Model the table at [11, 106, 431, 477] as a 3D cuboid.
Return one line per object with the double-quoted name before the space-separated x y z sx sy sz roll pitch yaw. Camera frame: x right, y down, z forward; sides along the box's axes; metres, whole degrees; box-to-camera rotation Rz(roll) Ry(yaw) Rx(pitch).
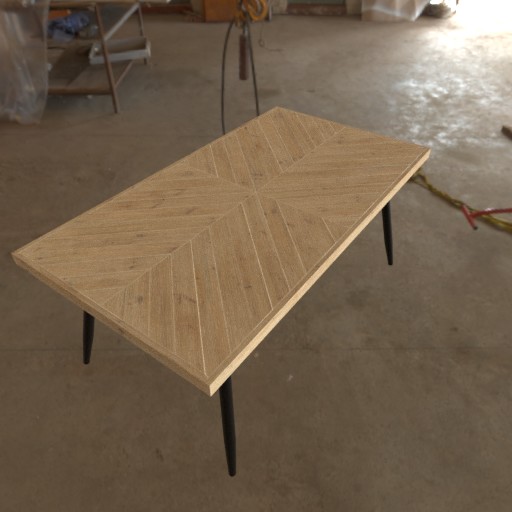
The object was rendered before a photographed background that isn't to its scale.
"table" 0.000 0.000 2.265 0.991 0.762 1.803 25 46 27
